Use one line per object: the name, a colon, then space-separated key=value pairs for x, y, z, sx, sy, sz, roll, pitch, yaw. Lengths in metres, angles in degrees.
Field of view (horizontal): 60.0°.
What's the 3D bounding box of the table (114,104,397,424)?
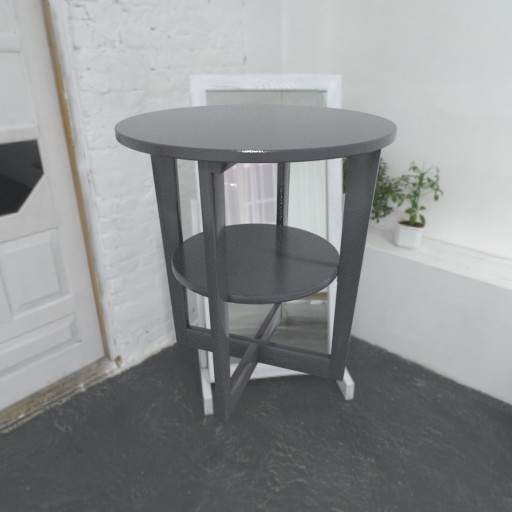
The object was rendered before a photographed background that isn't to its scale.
table: x=0.000 y=0.000 z=0.932 sx=0.500 sy=0.550 sz=0.500 roll=0 pitch=26 yaw=0
